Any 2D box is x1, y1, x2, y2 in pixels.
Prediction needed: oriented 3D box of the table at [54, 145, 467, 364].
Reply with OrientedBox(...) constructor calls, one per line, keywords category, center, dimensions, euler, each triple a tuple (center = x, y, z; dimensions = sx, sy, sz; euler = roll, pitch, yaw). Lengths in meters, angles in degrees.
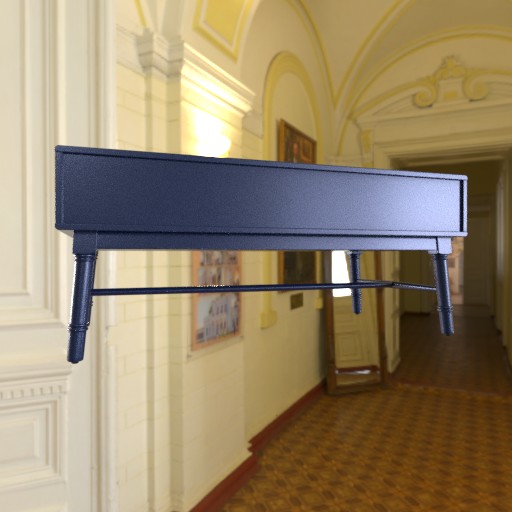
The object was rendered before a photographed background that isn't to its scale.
OrientedBox(category="table", center=(0.000, 0.000, 1.348), dimensions=(1.067, 0.457, 0.572), euler=(0, 0, -19))
